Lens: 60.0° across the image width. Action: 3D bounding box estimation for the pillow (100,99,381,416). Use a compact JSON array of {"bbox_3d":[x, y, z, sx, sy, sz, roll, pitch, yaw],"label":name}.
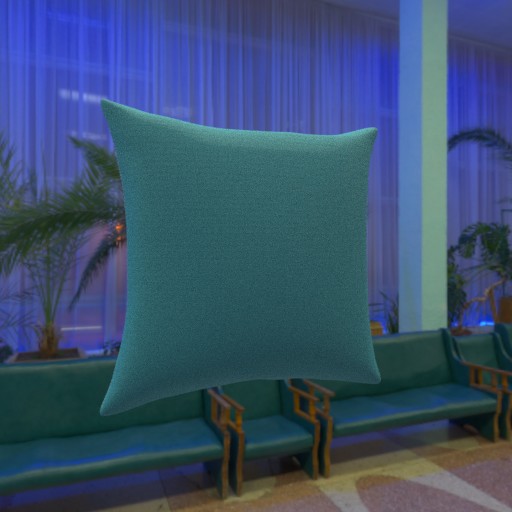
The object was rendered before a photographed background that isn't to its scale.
[{"bbox_3d":[0.000,0.000,0.775,0.514,0.497,0.150,0,0,-20],"label":"pillow"}]
